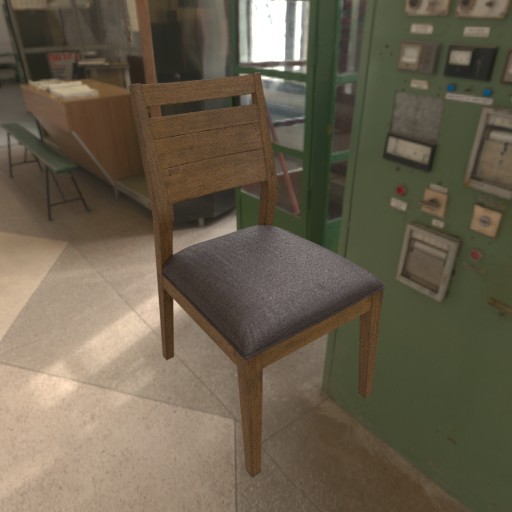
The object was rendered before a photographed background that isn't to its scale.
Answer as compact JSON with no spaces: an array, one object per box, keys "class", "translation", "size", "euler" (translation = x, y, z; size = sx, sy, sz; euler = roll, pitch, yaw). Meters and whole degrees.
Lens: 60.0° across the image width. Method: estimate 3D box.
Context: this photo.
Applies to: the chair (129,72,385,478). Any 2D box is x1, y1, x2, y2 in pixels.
[{"class":"chair","translation":[0.000,0.000,1.315],"size":[0.501,0.939,0.610],"euler":[-20,35,-32]}]
